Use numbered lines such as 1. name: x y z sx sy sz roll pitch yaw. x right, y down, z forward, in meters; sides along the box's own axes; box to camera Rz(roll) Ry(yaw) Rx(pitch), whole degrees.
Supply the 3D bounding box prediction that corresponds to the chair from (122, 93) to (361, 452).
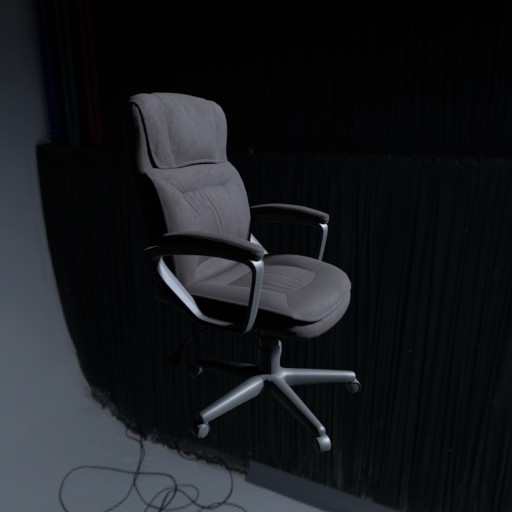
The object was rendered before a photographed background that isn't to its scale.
1. chair: 0.000 0.000 1.572 0.724 1.105 0.667 8 18 26
